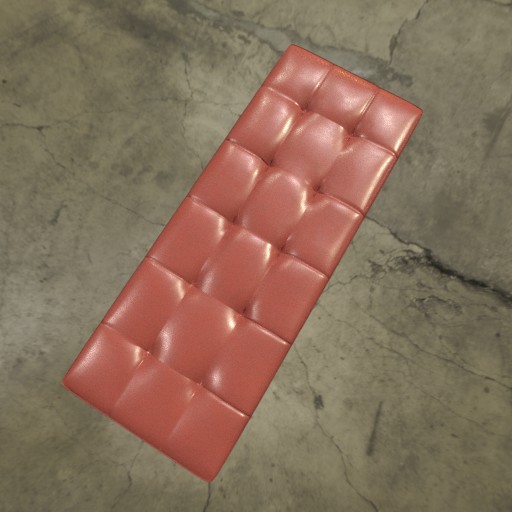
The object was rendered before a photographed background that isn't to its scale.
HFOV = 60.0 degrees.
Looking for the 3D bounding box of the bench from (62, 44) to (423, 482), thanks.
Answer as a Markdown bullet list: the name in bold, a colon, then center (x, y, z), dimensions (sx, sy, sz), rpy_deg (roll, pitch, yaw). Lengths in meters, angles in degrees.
- **bench**: center (0.000, 0.000, 1.331), dimensions (0.432, 0.460, 1.105), rpy_deg (30, 78, 7)
